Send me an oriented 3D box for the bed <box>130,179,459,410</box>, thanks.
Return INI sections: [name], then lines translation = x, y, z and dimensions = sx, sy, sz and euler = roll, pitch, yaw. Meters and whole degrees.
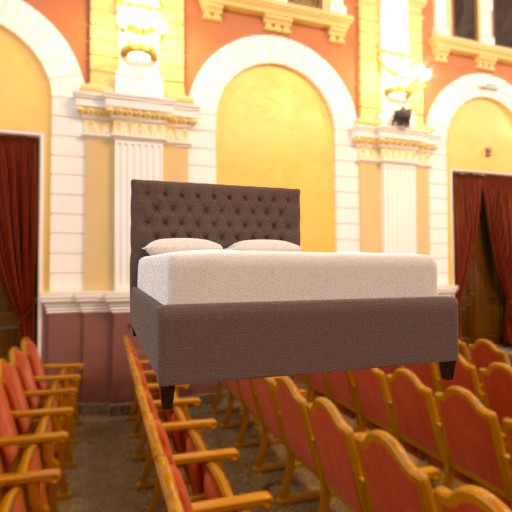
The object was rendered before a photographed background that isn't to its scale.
[bed]
translation = 0.000, 0.000, 3.287
dimensions = 1.696, 1.426, 2.233
euler = 0, -1, -19
